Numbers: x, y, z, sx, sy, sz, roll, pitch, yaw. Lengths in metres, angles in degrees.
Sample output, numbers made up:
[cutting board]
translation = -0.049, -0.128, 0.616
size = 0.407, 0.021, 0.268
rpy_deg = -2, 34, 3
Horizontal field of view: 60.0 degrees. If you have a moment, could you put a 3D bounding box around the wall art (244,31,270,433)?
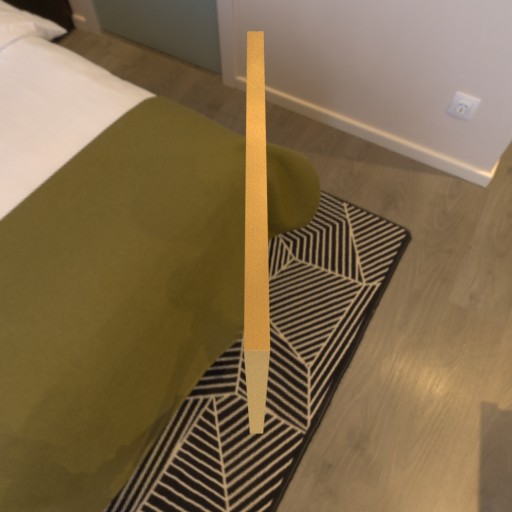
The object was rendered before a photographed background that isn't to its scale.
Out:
[wall art]
translation = 0.000, 0.000, 1.165
size = 0.038, 0.762, 0.762
rpy_deg = 0, 60, 0
